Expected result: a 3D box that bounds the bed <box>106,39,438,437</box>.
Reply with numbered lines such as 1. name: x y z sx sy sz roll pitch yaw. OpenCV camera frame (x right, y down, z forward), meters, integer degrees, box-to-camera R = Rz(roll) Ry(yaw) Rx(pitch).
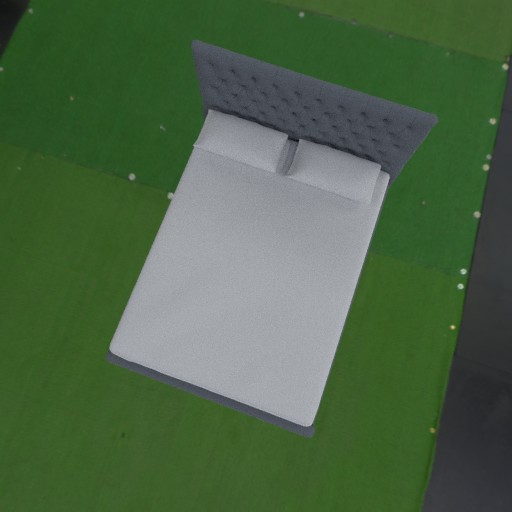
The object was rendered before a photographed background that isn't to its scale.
1. bed: 0.000 0.000 3.322 1.698 1.427 2.231 19 78 4
